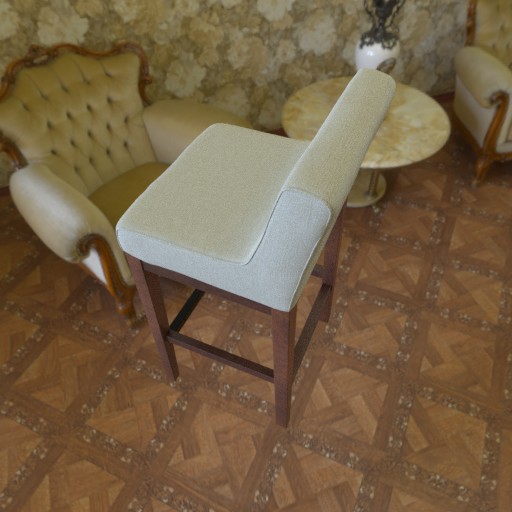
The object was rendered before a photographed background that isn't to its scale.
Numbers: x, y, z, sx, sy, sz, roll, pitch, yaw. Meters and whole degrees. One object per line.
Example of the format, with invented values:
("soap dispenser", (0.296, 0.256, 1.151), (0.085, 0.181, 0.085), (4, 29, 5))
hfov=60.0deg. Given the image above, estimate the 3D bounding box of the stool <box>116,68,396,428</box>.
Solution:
("stool", (0.000, 0.000, 1.240), (0.500, 0.937, 0.511), (17, 49, 16))
